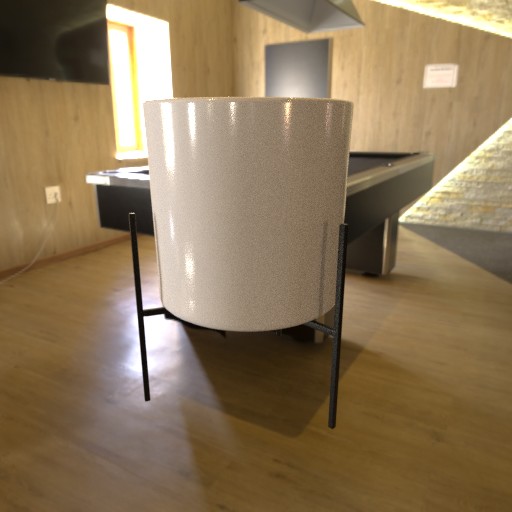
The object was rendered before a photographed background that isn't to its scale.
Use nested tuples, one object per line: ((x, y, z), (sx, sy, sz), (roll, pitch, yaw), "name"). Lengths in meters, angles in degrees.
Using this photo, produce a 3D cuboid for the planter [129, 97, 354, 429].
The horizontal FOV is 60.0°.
((0.000, 0.000, 0.653), (0.307, 0.431, 0.308), (-16, 24, -42), "planter")
